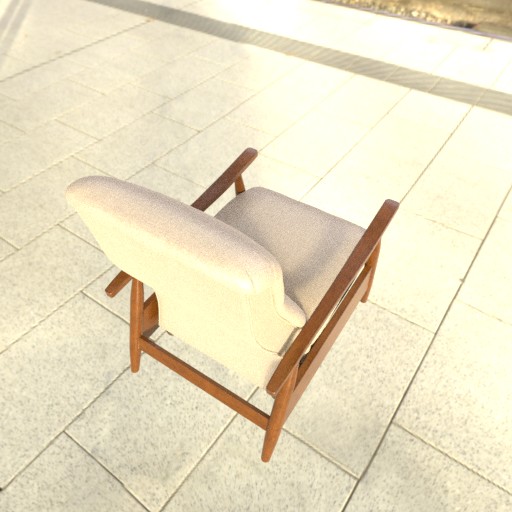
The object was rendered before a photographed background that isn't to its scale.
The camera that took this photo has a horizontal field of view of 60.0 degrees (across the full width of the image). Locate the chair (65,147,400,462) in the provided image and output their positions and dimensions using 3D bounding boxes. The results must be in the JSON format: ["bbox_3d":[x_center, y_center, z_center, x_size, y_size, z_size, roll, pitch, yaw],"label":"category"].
[{"bbox_3d":[0.000,0.000,1.748,0.762,1.082,1.030,26,52,22],"label":"chair"}]
